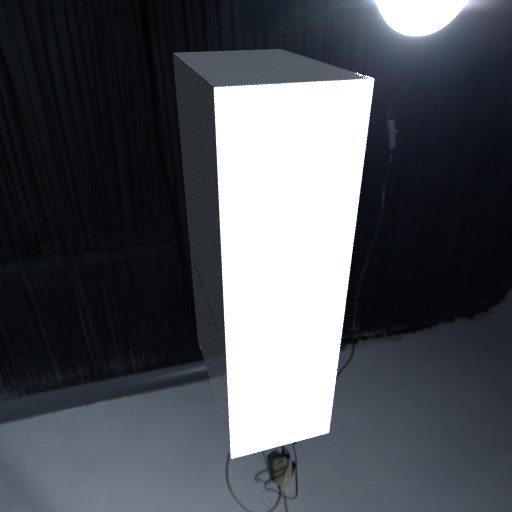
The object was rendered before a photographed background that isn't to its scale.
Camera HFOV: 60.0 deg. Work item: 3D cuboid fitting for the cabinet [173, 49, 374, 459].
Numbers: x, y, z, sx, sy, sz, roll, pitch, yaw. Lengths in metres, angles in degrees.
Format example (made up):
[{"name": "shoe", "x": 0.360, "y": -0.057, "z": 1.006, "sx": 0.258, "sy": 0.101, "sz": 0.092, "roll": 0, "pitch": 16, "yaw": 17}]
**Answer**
[{"name": "cabinet", "x": 0.000, "y": 0.000, "z": 2.391, "sx": 0.580, "sy": 1.920, "sz": 0.980, "roll": -9, "pitch": 32, "yaw": -14}]
